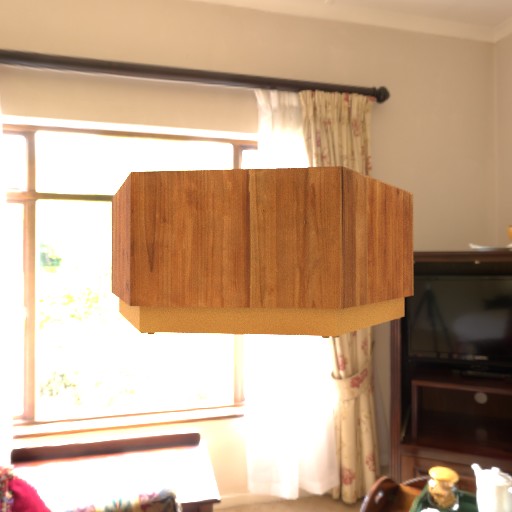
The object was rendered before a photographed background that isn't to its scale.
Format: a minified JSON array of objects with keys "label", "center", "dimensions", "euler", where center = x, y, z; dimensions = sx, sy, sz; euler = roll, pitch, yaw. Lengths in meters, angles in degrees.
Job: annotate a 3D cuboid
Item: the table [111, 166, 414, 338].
[{"label":"table","center":[0.000,0.000,1.683],"dimensions":[1.000,0.456,1.154],"euler":[-1,-1,37]}]
